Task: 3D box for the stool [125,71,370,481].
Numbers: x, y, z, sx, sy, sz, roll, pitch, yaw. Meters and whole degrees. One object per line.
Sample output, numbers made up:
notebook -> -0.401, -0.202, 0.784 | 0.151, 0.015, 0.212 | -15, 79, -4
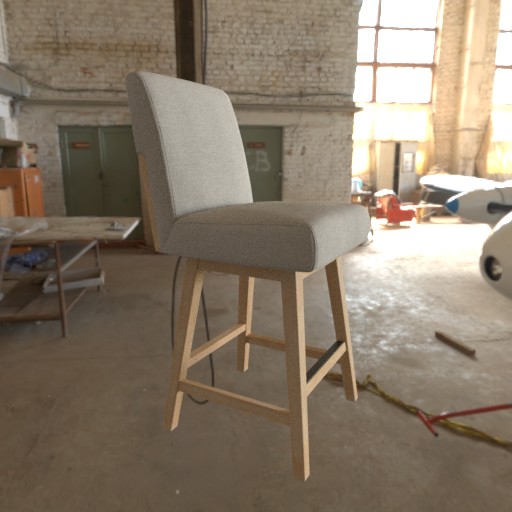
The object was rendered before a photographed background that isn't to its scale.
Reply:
stool -> 0.000, 0.000, 1.400 | 0.606, 1.085, 0.507 | 7, 14, 28
